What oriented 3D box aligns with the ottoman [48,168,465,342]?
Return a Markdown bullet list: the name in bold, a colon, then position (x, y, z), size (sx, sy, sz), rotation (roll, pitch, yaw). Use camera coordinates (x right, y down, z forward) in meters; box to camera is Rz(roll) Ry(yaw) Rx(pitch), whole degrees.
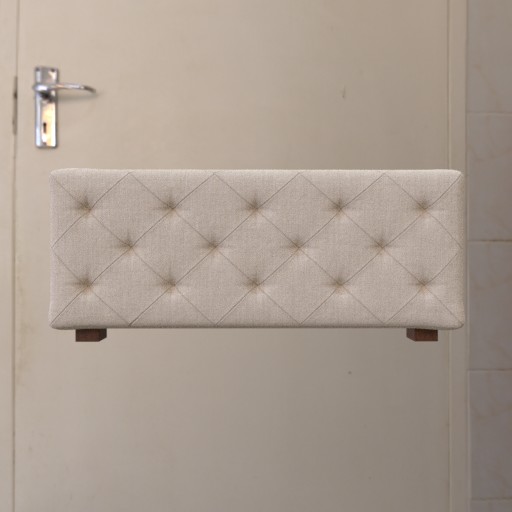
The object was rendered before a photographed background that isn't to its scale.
- **ottoman**: position (0.000, 0.000, 1.583), size (1.028, 0.439, 1.028), rotation (0, 0, 0)
